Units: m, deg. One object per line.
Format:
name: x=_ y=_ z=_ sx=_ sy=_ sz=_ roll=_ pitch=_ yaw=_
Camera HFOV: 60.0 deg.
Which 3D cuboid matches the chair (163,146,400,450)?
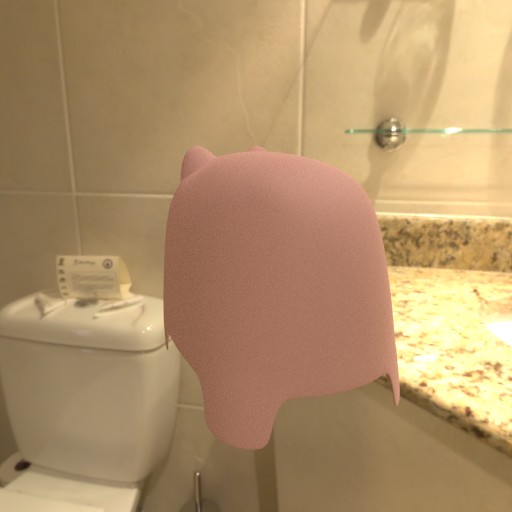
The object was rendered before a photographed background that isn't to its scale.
chair: x=0.000 y=0.000 z=0.875 sx=0.364 sy=0.423 sz=0.619 roll=-6 pitch=15 yaw=-24
